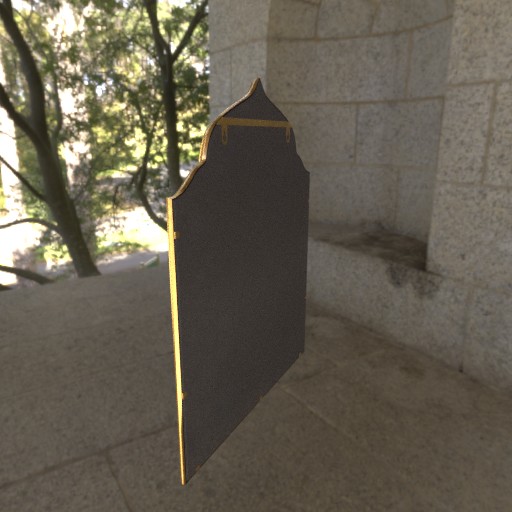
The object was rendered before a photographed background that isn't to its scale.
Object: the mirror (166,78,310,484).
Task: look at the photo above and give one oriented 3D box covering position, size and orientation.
[{"bbox_3d":[0.000,0.000,0.847,0.018,0.635,0.513,8,17,27],"label":"mirror"}]
